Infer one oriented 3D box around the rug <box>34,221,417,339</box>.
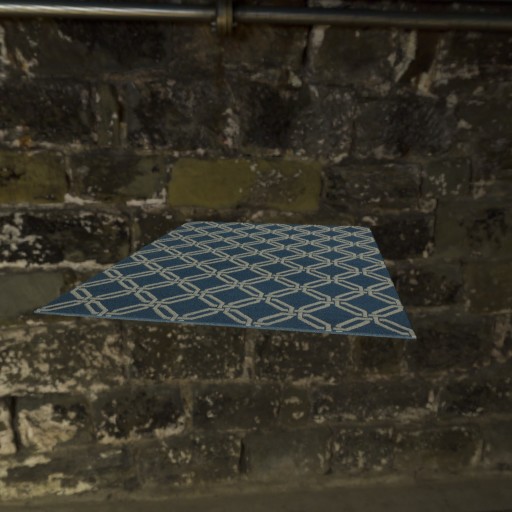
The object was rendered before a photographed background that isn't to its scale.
[{"bbox_3d":[0.000,0.000,4.332,2.432,0.018,3.342,2,15,9],"label":"rug"}]
